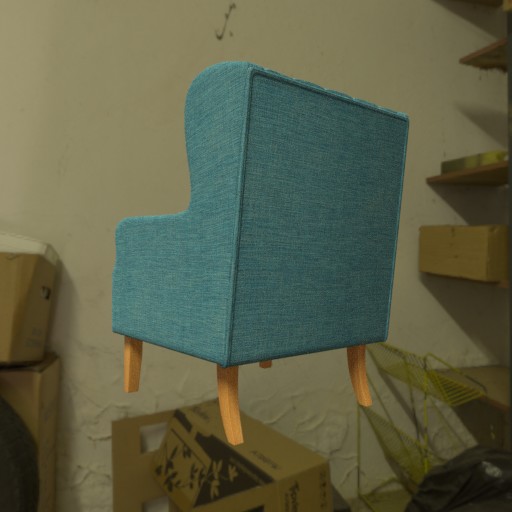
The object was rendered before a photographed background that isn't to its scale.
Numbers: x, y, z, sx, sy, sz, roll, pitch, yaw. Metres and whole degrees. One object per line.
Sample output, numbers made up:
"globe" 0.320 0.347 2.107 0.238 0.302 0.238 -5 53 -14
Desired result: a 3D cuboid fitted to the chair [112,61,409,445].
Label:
"chair" 0.000 0.000 1.484 0.711 0.952 0.775 1 -1 -37
